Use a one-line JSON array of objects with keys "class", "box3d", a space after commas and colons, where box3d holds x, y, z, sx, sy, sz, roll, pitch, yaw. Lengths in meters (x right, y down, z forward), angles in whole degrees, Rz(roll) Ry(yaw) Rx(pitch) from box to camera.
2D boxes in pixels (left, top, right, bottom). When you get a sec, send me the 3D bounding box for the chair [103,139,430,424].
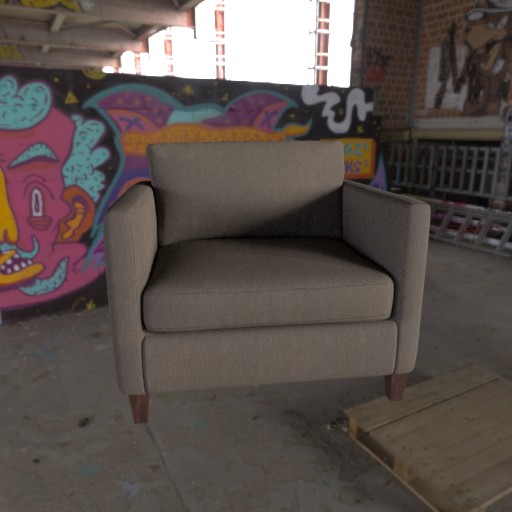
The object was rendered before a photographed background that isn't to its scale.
[{"class": "chair", "box3d": [0.000, 0.000, 1.908, 1.107, 0.963, 0.959, -2, 15, -8]}]
